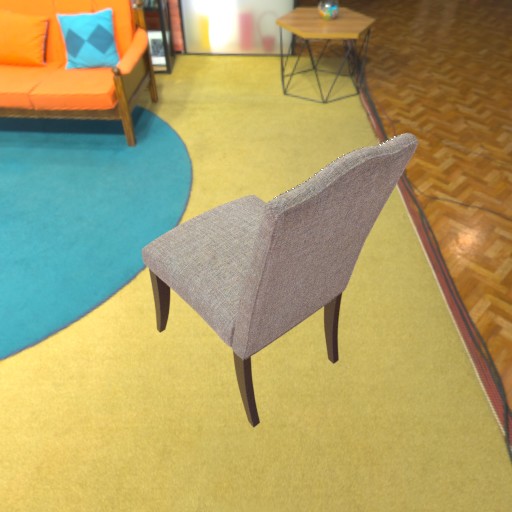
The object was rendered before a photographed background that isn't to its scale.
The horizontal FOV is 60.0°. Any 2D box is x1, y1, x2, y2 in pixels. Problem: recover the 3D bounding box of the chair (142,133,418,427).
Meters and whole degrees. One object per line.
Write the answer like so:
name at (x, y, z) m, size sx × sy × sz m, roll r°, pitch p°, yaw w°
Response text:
chair at (0.000, 0.000, 1.404) m, size 0.513 × 1.016 × 0.660 m, roll -30°, pitch 51°, yaw -27°
